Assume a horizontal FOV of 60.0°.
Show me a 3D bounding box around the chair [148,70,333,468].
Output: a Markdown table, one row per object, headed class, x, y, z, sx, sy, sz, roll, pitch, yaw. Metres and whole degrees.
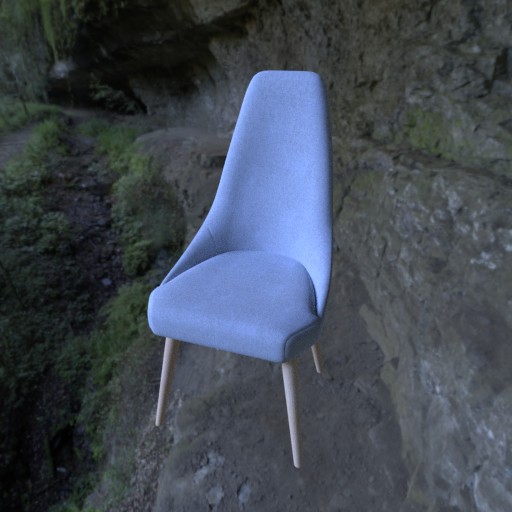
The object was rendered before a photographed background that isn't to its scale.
| class | x | y | z | sx | sy | sz | roll | pitch | yaw |
| --- | --- | --- | --- | --- | --- | --- | --- | --- | --- |
| chair | 0.000 | 0.000 | 1.391 | 0.510 | 1.040 | 0.660 | 9 | 27 | 17 |
